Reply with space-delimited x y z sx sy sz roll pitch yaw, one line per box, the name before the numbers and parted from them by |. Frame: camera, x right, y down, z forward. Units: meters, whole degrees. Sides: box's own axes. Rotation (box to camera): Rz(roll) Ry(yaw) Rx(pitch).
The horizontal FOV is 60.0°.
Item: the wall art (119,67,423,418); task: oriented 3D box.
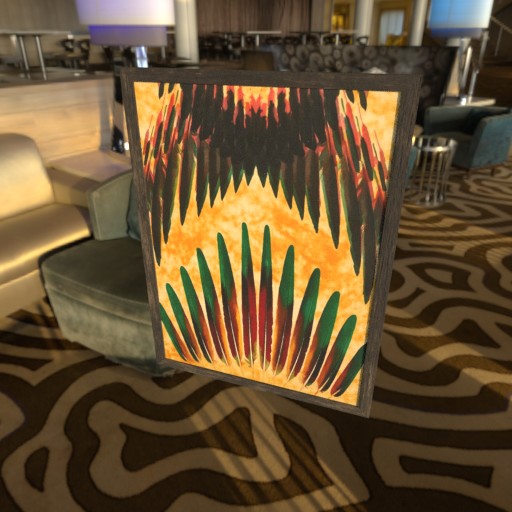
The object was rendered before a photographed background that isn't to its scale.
wall art | 0.000 0.000 1.379 0.812 1.066 0.029 9 28 17
